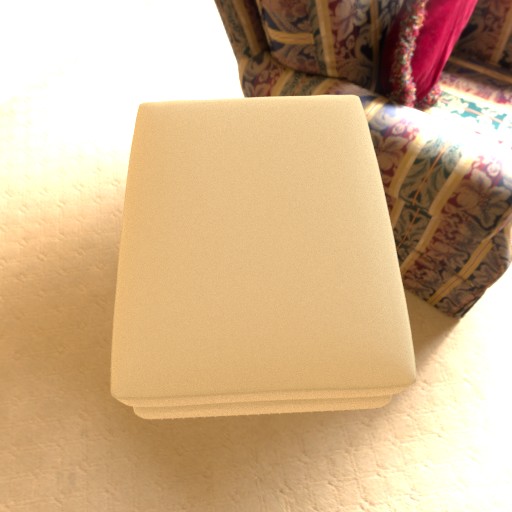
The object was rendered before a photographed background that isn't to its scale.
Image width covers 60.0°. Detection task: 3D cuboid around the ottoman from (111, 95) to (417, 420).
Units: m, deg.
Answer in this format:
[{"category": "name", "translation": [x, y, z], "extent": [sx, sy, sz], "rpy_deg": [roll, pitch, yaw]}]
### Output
[{"category": "ottoman", "translation": [0.000, 0.000, 1.128], "extent": [0.584, 0.513, 0.741], "rpy_deg": [-2, 63, -1]}]
